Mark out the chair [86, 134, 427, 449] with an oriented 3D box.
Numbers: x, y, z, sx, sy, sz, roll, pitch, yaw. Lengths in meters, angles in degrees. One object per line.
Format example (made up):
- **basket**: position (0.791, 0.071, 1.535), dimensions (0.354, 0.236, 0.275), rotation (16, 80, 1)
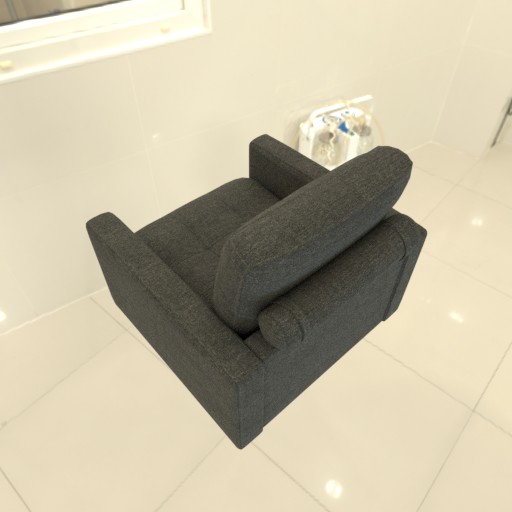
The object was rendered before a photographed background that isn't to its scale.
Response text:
- **chair**: position (0.000, 0.000, 1.526), dimensions (0.821, 0.880, 0.843), rotation (-33, 55, -27)
